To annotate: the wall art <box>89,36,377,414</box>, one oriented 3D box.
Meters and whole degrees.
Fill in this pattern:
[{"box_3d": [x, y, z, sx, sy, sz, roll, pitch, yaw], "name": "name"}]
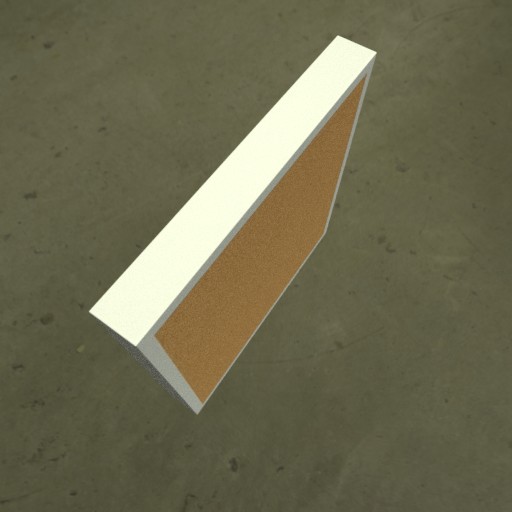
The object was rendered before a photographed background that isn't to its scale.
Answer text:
[{"box_3d": [0.000, 0.000, 0.457, 0.038, 0.305, 0.305, 31, 67, 15], "name": "wall art"}]
